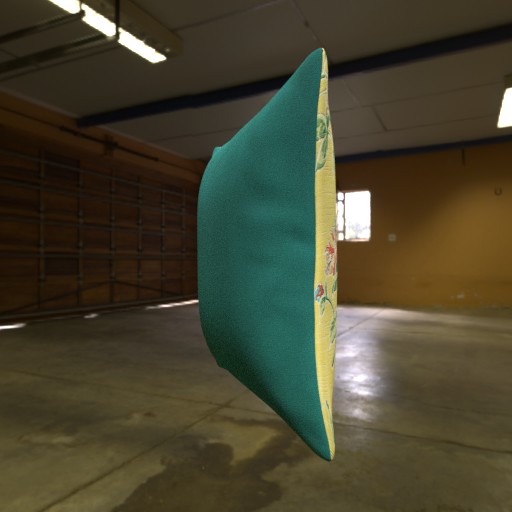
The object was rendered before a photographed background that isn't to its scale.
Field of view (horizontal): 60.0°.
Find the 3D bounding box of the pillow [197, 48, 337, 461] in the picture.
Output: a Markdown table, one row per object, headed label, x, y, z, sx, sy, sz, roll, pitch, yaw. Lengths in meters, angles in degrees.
| label | x | y | z | sx | sy | sz | roll | pitch | yaw |
| --- | --- | --- | --- | --- | --- | --- | --- | --- | --- |
| pillow | 0.000 | 0.000 | 0.785 | 0.166 | 0.508 | 0.525 | 0 | -1 | -19 |
